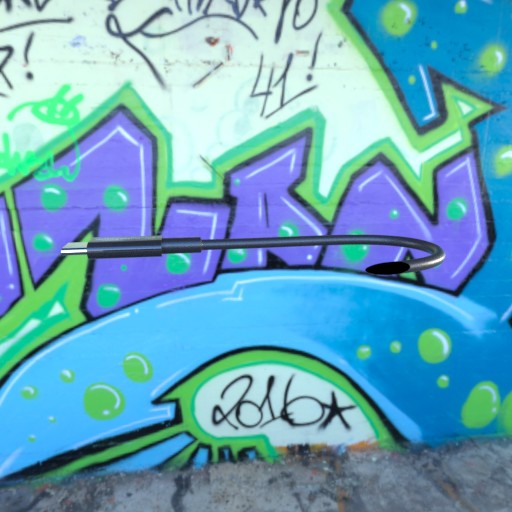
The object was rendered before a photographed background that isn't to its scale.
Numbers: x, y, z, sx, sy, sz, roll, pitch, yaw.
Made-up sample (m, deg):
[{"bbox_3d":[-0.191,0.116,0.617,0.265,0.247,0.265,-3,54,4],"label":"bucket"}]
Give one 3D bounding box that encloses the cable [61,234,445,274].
[{"bbox_3d":[0.000,0.000,0.111,0.098,0.006,0.040,-2,14,-8],"label":"cable"}]
